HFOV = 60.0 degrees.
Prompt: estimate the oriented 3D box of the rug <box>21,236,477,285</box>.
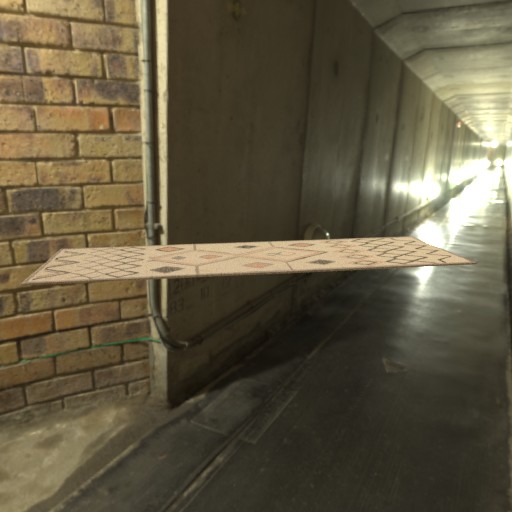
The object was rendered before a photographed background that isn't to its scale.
[{"bbox_3d":[0.000,0.000,2.693,2.435,0.011,0.750,-2,14,-9],"label":"rug"}]
